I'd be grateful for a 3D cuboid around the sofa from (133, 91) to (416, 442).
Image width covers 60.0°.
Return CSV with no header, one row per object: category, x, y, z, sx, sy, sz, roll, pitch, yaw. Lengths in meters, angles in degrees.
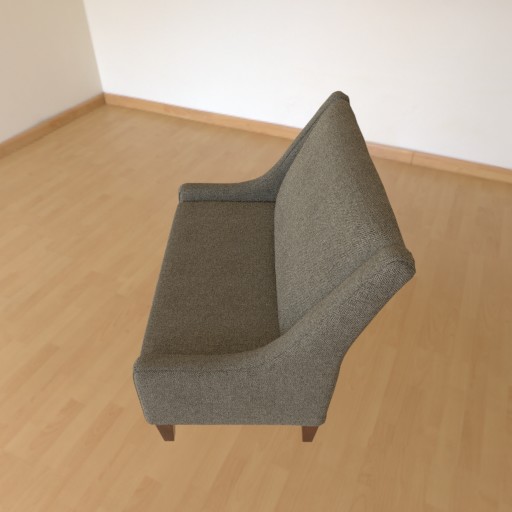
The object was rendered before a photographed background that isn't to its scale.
sofa,0.000,0.000,1.942,0.870,1.021,1.242,0,41,0
